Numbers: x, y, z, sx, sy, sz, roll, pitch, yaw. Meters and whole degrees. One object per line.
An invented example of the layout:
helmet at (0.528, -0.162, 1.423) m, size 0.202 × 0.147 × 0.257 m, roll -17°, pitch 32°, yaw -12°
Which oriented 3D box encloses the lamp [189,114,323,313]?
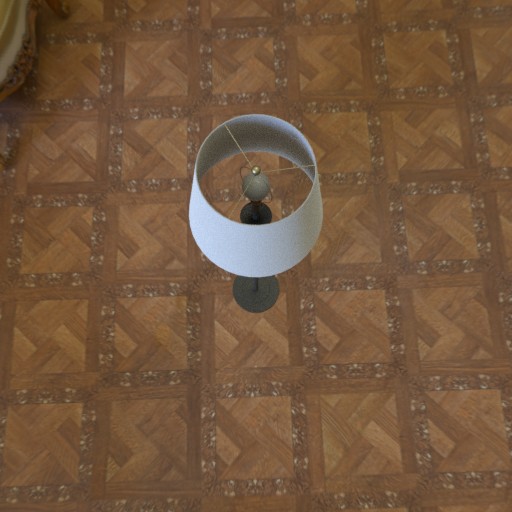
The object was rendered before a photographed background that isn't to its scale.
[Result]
lamp at (0.000, 0.000, 1.614) m, size 0.348 × 1.473 × 0.348 m, roll -3°, pitch 76°, yaw -1°
